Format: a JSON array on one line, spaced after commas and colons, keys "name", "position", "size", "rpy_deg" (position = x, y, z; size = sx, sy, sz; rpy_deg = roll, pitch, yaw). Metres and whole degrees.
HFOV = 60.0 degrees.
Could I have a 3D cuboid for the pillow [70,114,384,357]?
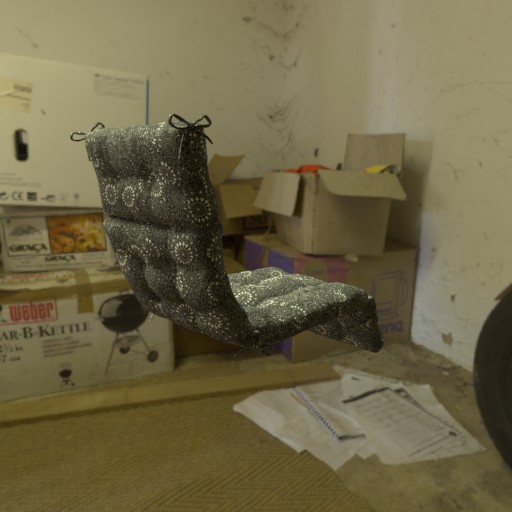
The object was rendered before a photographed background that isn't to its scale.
[{"name": "pillow", "position": [0.000, 0.000, 1.529], "size": [0.526, 0.863, 1.016], "rpy_deg": [12, 17, 43]}]
